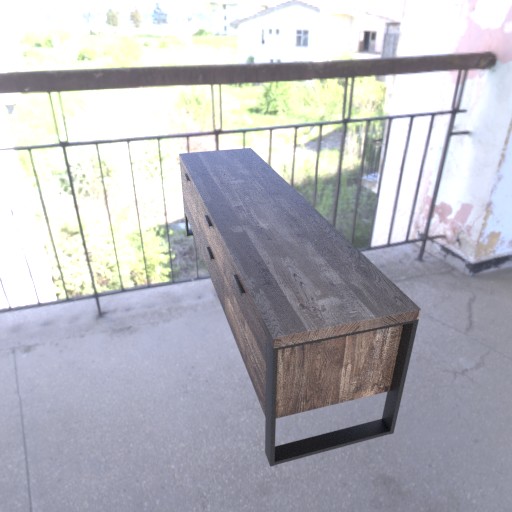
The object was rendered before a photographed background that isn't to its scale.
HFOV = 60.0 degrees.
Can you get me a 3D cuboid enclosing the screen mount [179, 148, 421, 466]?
[{"bbox_3d":[0.000,0.000,1.790,0.395,0.450,1.524,-8,30,-14],"label":"screen mount"}]
